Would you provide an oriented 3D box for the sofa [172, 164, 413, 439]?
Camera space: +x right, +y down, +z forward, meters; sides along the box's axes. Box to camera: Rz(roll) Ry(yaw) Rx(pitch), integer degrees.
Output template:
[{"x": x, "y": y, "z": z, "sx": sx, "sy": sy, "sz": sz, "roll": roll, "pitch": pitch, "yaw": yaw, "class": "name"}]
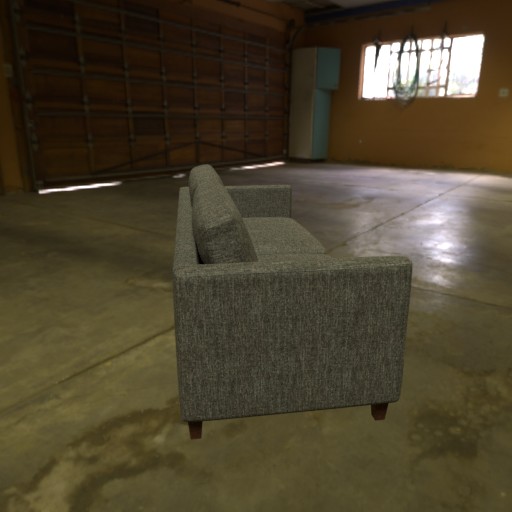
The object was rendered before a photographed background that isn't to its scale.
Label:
[{"x": 0.000, "y": 0.000, "z": 2.740, "sx": 0.948, "sy": 0.960, "sz": 2.208, "roll": -3, "pitch": 17, "yaw": -8, "class": "sofa"}]
